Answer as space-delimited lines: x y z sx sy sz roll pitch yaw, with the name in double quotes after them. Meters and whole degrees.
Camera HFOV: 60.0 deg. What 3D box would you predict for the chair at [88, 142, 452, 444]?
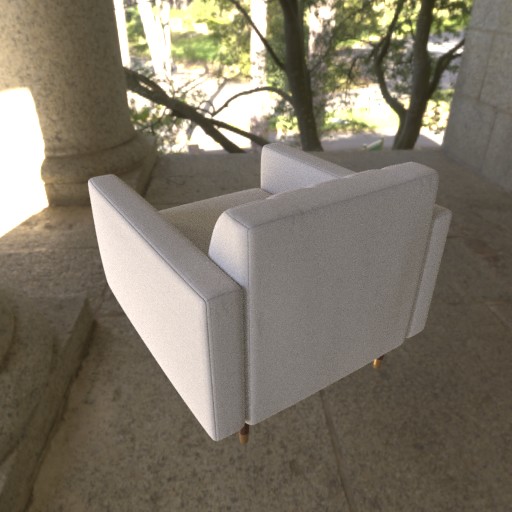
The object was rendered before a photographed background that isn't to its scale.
0.000 0.000 1.664 0.953 0.819 0.998 -18 35 -28 "chair"
